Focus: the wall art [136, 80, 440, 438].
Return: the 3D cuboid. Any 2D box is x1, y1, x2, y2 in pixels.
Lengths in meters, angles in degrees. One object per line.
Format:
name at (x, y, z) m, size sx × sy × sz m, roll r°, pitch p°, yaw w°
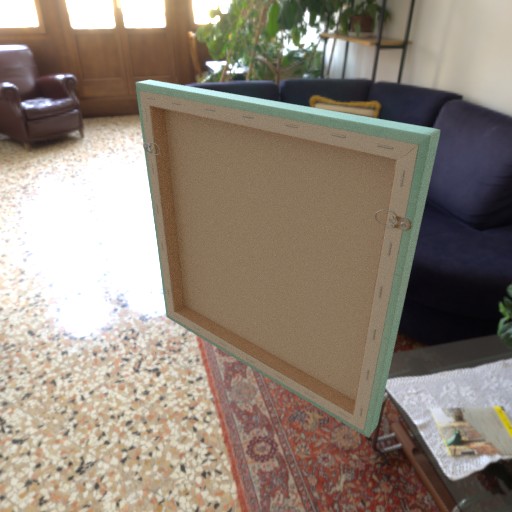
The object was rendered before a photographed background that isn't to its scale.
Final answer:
wall art at (0.000, 0.000, 1.136) m, size 0.765 × 0.766 × 0.054 m, roll 23°, pitch 38°, yaw 33°
